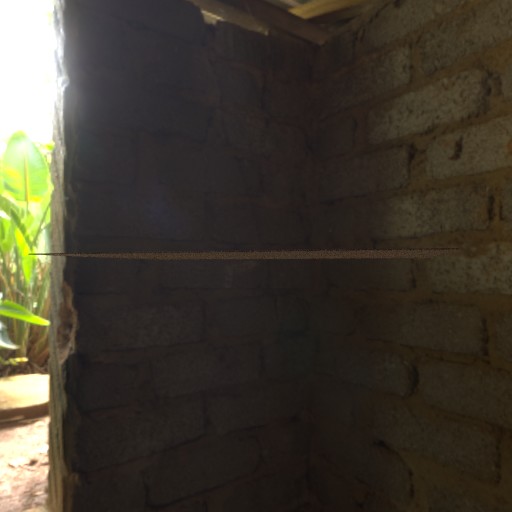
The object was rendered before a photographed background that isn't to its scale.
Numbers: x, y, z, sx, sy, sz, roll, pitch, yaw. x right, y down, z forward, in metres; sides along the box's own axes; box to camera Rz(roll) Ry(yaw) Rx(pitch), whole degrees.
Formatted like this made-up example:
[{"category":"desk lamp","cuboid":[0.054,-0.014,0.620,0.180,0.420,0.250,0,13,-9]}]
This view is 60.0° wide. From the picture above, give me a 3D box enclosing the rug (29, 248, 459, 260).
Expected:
[{"category":"rug","cuboid":[0.000,0.000,2.352,1.829,0.005,1.219,-1,-2,17]}]
